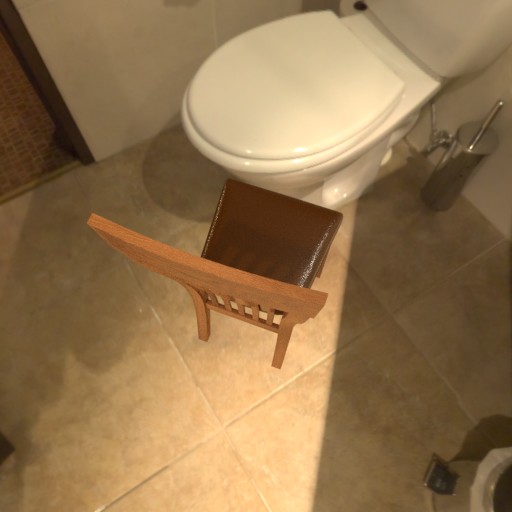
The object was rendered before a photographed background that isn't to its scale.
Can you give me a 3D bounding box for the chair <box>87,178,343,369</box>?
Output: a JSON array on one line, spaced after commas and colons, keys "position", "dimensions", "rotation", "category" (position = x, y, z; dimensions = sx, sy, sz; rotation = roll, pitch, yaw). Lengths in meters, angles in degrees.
[{"position": [0.000, 0.000, 1.354], "dimensions": [0.450, 1.050, 0.580], "rotation": [19, 66, 9], "category": "chair"}]
